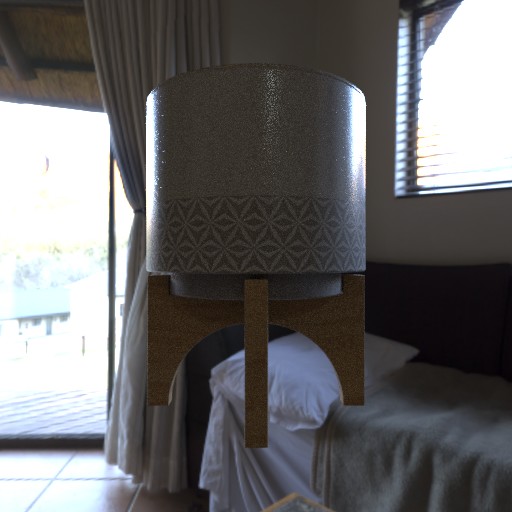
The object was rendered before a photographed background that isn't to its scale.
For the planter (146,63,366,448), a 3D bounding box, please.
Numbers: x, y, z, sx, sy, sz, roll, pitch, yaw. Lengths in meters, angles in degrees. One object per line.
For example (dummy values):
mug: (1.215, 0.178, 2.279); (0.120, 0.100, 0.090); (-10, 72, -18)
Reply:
planter: (0.000, 0.000, 0.518); (0.249, 0.343, 0.249); (0, -1, 0)
